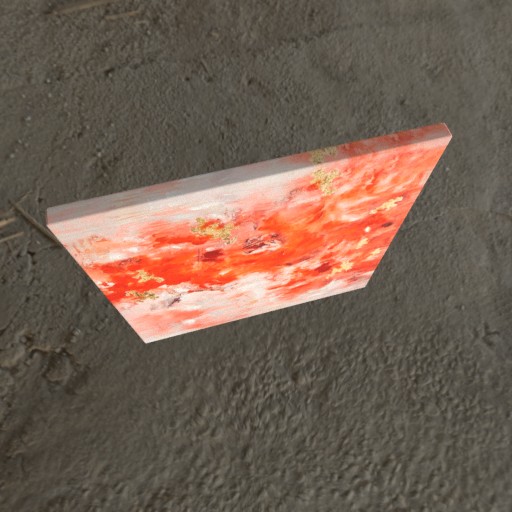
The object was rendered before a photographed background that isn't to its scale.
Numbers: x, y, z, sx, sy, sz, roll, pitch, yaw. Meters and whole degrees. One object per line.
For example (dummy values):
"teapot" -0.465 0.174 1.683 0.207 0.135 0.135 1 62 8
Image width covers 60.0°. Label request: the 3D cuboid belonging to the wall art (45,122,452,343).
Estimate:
"wall art" 0.000 0.000 1.134 0.747 0.746 0.064 -14 65 -7
